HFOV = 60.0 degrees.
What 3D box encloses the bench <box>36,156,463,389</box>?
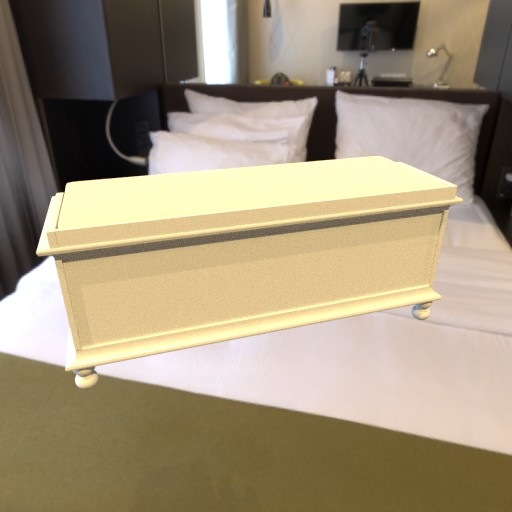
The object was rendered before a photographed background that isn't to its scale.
[{"bbox_3d":[0.000,0.000,1.434,1.185,0.486,0.402,-8,28,-16],"label":"bench"}]
